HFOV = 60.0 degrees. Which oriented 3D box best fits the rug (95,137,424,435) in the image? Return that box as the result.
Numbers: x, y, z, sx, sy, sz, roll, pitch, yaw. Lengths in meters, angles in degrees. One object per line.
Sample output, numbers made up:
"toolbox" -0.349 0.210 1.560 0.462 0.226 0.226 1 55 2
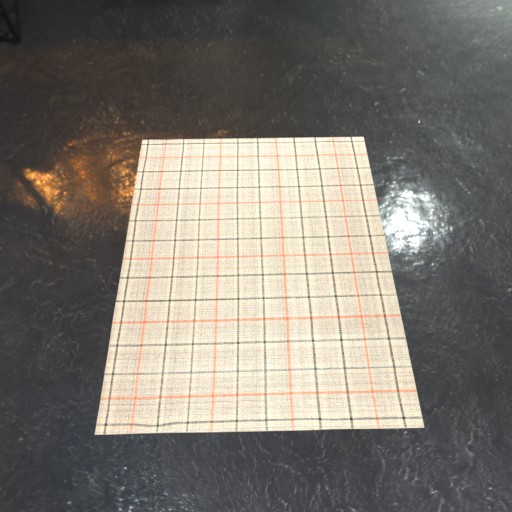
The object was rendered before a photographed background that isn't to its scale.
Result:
"rug" 0.000 0.000 4.079 2.444 0.012 3.048 -1 58 -1
